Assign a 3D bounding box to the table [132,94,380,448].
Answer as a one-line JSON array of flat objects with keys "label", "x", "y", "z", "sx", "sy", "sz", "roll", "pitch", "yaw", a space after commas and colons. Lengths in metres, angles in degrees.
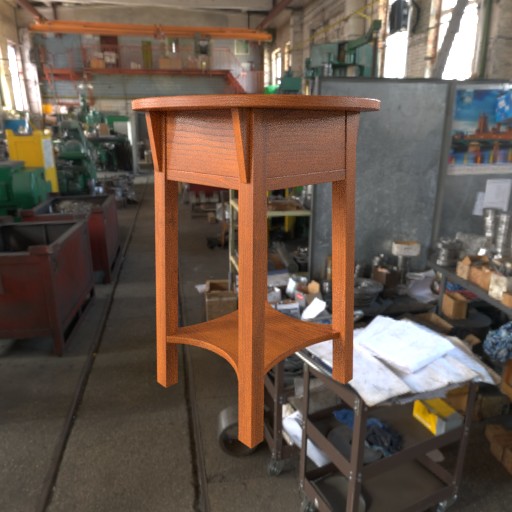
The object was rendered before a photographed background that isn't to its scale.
[{"label": "table", "x": 0.000, "y": 0.000, "z": 0.930, "sx": 0.457, "sy": 0.610, "sz": 0.457, "roll": 0, "pitch": 16, "yaw": 0}]
